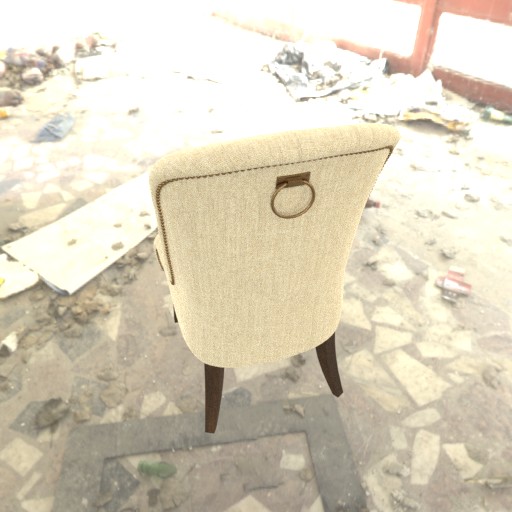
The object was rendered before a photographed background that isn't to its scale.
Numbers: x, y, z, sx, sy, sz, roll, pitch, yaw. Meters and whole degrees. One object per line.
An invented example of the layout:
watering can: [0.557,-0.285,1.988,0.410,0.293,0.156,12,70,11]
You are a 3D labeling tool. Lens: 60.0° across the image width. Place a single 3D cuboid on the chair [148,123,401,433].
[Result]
chair: [0.000,0.000,1.473,0.634,1.091,0.629,-11,41,-13]
